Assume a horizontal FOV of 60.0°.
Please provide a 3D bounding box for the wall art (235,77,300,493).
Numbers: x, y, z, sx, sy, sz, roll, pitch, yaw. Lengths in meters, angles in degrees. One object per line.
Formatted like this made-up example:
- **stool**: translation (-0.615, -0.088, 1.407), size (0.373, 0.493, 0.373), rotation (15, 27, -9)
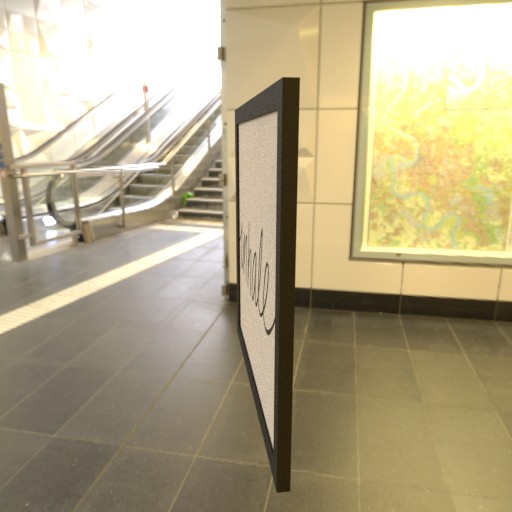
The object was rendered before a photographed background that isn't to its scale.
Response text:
- **wall art**: translation (0.000, 0.000, 0.531), size (0.013, 0.356, 0.356), rotation (-2, 15, -8)
